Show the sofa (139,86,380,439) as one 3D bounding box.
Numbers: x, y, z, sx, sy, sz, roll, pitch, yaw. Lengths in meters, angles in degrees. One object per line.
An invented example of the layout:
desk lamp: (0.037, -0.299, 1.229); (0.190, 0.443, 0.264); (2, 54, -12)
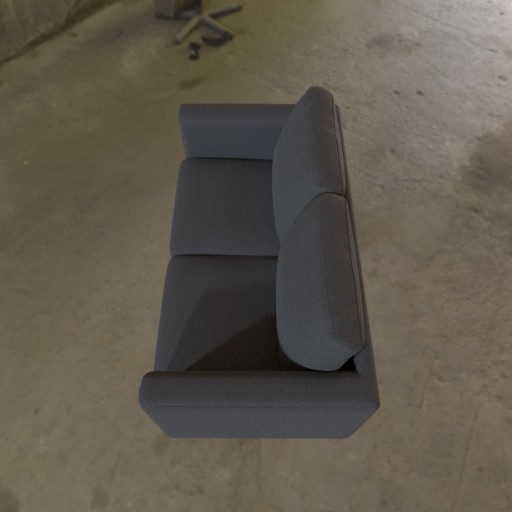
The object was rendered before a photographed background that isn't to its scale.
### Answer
sofa: (0.000, 0.000, 1.960); (0.796, 0.908, 1.430); (0, 59, 0)
